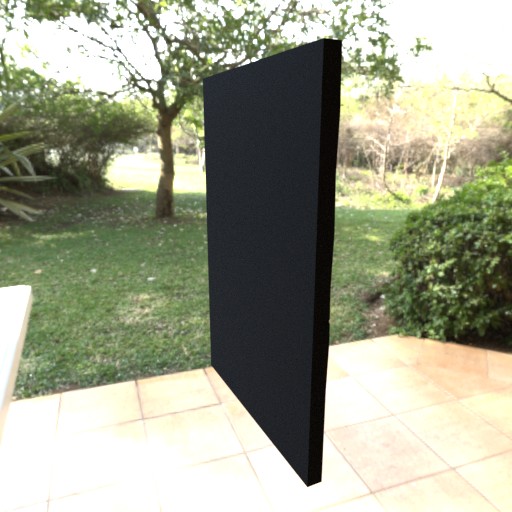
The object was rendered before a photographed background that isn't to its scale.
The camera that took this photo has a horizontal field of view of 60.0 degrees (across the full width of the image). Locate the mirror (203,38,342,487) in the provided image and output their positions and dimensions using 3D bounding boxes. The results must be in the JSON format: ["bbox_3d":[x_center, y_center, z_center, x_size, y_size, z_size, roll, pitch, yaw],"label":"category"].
[{"bbox_3d":[0.000,0.000,1.136,0.044,0.912,0.606,-7,17,-25],"label":"mirror"}]
